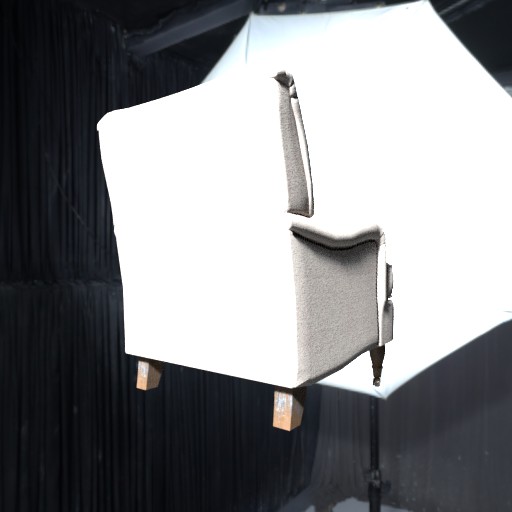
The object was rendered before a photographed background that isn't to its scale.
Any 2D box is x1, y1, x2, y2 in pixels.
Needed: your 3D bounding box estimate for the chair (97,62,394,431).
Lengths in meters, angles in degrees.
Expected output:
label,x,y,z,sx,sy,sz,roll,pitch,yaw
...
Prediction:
label,x,y,z,sx,sy,sz,roll,pitch,yaw
chair,0.000,0.000,1.831,0.879,1.119,0.953,0,0,38
